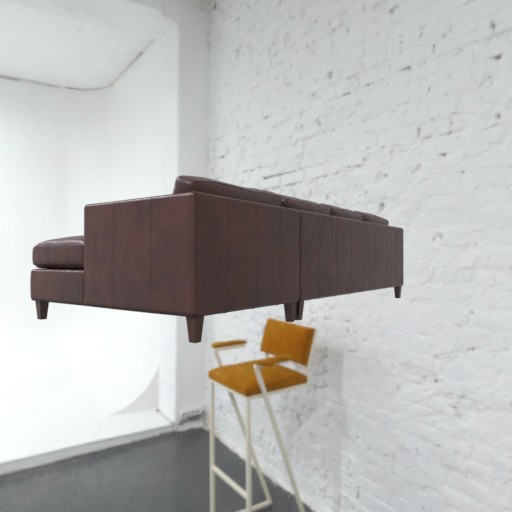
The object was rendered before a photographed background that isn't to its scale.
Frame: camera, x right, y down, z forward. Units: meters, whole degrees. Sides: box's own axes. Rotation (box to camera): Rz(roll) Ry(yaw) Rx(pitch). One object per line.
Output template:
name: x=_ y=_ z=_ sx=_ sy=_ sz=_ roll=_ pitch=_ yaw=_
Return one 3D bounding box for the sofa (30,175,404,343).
sofa: x=0.000 y=0.000 z=3.896 sx=1.581 sy=0.883 sz=3.203 roll=0 pitch=0 yaw=36
